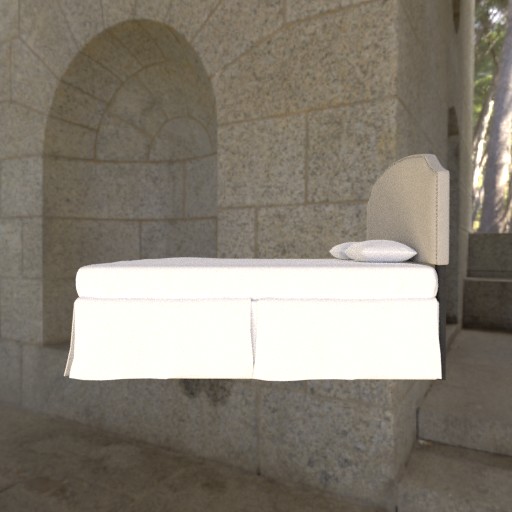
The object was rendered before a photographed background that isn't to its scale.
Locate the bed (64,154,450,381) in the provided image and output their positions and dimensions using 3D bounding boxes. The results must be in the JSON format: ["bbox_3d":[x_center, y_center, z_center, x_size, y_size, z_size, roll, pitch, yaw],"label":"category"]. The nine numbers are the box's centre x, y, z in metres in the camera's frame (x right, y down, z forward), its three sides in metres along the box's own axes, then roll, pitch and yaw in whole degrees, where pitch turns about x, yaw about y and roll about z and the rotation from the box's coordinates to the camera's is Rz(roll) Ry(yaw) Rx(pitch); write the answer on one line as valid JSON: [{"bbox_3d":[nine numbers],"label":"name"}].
[{"bbox_3d":[0.000,0.000,3.031,1.999,1.270,1.558,0,1,1],"label":"bed"}]
